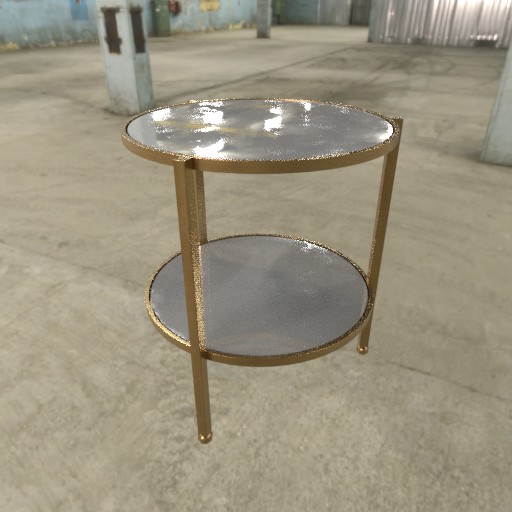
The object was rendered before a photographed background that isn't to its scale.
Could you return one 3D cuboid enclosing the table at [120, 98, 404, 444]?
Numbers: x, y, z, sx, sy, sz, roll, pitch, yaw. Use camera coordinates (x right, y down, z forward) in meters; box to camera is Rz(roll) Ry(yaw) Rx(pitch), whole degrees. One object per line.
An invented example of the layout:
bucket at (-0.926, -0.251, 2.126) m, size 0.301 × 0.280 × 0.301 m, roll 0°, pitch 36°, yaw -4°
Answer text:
table at (0.000, 0.000, 0.450) m, size 0.231 × 0.269 × 0.243 m, roll -19°, pitch 34°, yaw -30°
